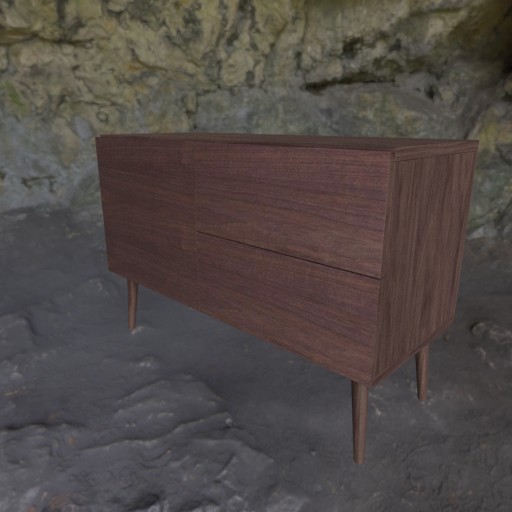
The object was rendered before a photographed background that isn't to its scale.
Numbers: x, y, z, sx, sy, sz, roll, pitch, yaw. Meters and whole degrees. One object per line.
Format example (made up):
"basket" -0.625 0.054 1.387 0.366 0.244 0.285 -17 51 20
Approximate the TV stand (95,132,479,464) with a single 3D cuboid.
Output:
"TV stand" 0.000 0.000 1.271 0.990 0.660 0.405 16 23 42
